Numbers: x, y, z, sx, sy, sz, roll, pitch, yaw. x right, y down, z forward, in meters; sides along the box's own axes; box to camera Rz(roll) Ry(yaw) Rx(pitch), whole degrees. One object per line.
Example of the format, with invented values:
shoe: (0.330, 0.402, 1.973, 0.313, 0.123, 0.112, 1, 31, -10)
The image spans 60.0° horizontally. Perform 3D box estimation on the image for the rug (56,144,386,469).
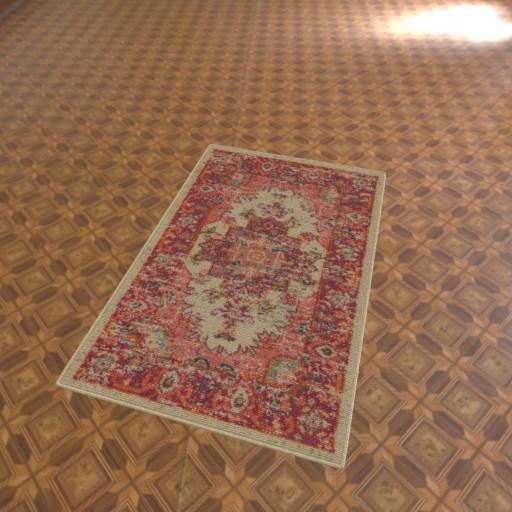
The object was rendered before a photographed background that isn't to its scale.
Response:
rug: (0.000, 0.000, 1.082, 0.556, 0.004, 0.868, 12, 48, 11)
